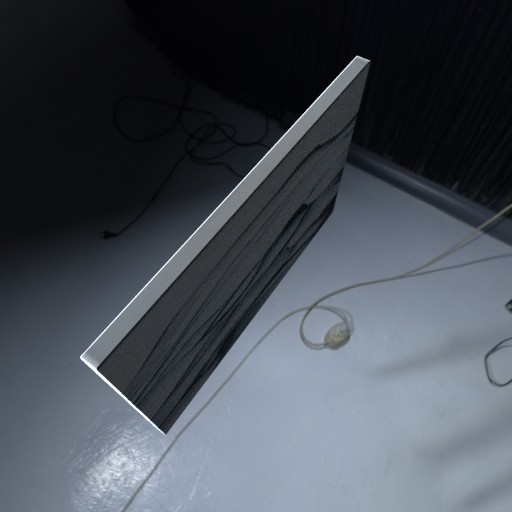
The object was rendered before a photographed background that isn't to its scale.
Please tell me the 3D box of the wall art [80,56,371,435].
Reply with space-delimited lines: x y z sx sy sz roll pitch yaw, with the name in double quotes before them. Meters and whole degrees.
"wall art" 0.000 0.000 1.140 0.039 0.609 0.914 31 64 17
